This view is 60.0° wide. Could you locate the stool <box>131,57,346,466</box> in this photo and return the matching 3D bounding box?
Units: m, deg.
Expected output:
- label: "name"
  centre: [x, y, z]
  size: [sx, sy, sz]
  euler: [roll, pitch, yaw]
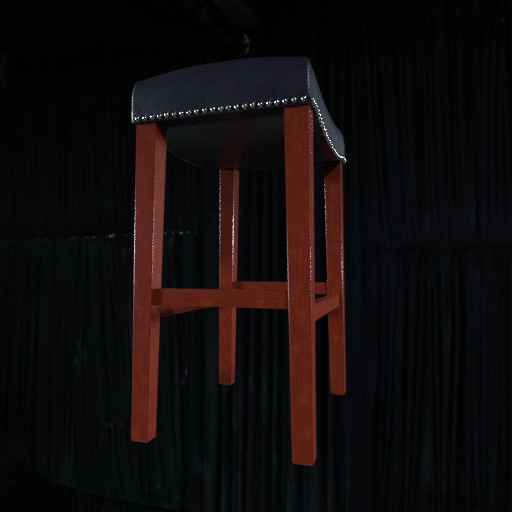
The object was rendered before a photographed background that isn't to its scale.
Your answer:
- label: "stool"
  centre: [0.000, 0.000, 1.057]
  size: [0.372, 0.742, 0.504]
  euler: [0, -1, 18]
